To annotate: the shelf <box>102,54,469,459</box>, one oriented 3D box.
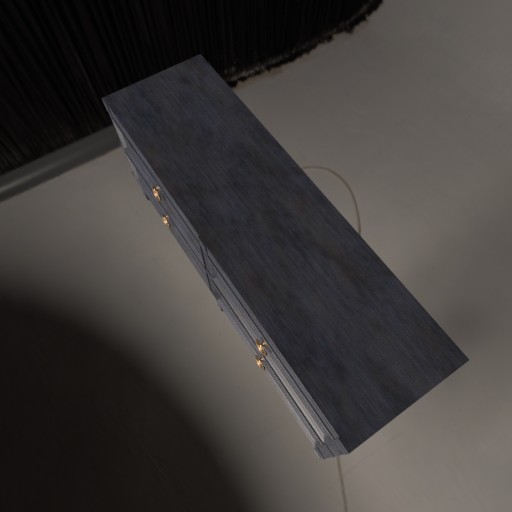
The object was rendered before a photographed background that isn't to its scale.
[{"bbox_3d":[0.000,0.000,1.873,0.479,0.719,1.575,-31,68,-14],"label":"shelf"}]
